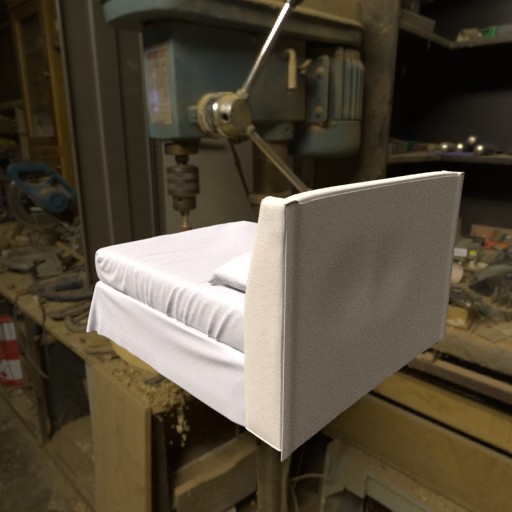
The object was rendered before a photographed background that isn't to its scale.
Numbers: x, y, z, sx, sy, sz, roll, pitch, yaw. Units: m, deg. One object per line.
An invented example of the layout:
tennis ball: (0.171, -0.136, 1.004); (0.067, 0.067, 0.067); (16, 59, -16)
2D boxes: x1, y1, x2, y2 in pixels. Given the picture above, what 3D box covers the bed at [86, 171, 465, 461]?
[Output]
bed: (0.000, 0.000, 3.400); (1.925, 1.332, 2.276); (-15, 22, -43)
